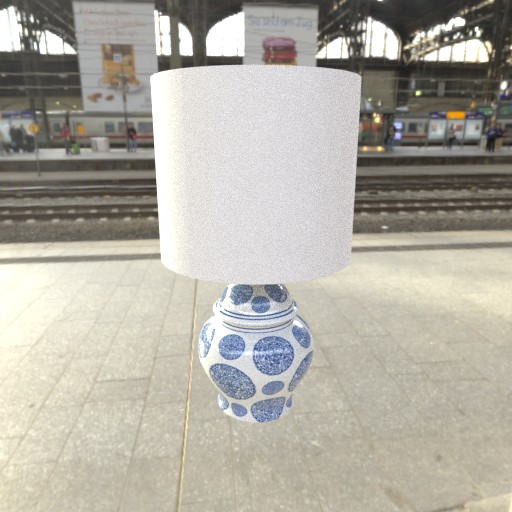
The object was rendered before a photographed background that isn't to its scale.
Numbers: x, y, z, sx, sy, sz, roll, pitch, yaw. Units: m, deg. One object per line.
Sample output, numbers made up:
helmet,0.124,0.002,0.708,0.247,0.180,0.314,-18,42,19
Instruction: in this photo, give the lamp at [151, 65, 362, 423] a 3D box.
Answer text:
lamp,0.000,0.000,0.513,0.215,0.381,0.215,-2,16,-8
